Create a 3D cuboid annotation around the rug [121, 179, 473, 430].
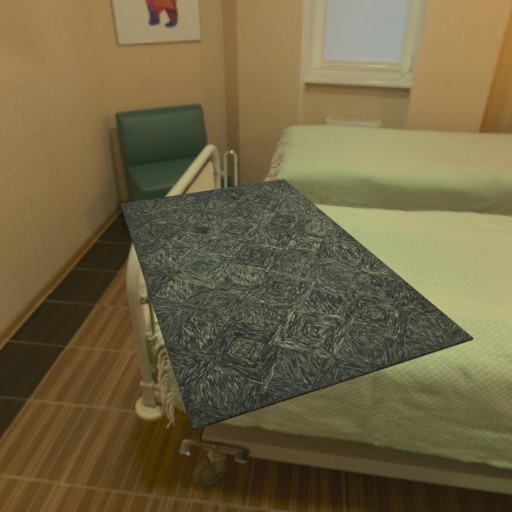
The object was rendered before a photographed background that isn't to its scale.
[{"bbox_3d":[0.000,0.000,2.959,1.478,0.017,2.330,-12,34,-18],"label":"rug"}]
